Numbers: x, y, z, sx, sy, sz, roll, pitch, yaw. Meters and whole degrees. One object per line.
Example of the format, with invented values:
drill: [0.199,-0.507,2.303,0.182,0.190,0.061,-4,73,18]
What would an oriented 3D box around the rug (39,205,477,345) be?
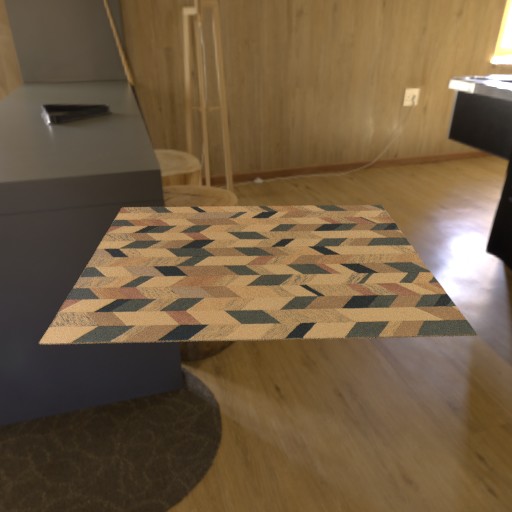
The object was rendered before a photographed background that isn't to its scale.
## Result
rug: [0.000,0.000,4.161,3.072,0.011,2.451,-1,29,-1]
